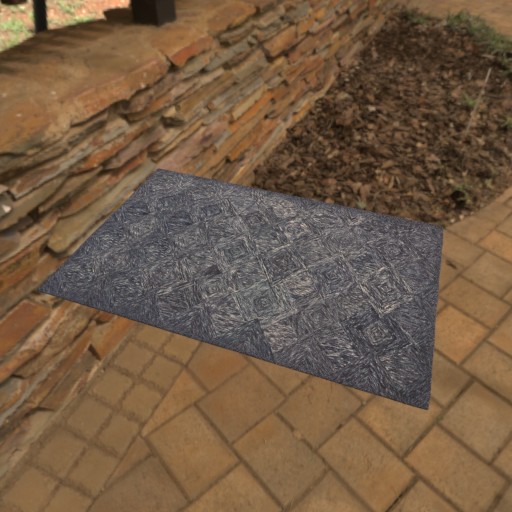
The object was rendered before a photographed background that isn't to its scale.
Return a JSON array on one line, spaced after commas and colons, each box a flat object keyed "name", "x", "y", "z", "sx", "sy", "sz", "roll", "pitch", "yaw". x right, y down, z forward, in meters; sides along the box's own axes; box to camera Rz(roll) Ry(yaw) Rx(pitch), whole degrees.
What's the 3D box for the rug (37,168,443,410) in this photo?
[{"name": "rug", "x": 0.000, "y": 0.000, "z": 2.226, "sx": 1.754, "sy": 0.010, "sz": 1.139, "roll": 14, "pitch": 44, "yaw": 15}]
